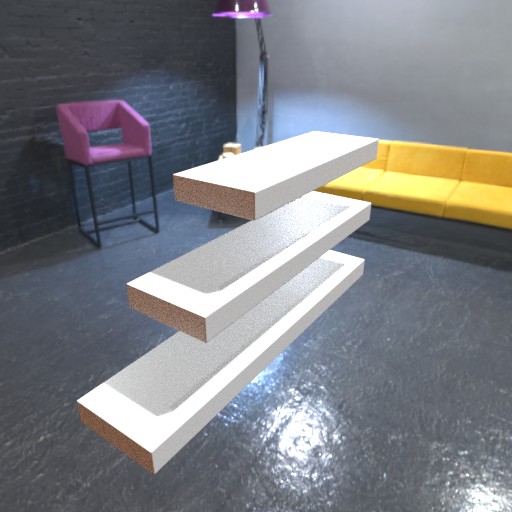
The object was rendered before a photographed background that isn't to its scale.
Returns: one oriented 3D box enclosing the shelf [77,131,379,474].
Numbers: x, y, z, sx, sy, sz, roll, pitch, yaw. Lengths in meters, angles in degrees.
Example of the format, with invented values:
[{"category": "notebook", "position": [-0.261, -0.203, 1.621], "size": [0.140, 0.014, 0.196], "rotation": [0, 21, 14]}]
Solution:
[{"category": "shelf", "position": [0.000, 0.000, 0.716], "size": [0.140, 0.293, 0.610], "rotation": [17, 31, 31]}]
